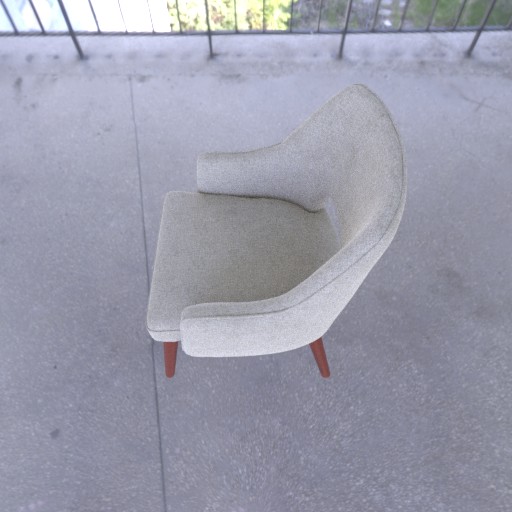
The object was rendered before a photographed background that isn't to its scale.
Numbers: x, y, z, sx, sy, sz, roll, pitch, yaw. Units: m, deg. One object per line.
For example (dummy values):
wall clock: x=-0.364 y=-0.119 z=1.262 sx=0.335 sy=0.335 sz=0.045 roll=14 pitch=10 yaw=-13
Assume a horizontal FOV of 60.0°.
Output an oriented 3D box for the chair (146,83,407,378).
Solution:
chair: x=0.000 y=0.000 z=1.237 sx=0.605 sy=0.849 sz=0.548 roll=0 pitch=59 yaw=0
